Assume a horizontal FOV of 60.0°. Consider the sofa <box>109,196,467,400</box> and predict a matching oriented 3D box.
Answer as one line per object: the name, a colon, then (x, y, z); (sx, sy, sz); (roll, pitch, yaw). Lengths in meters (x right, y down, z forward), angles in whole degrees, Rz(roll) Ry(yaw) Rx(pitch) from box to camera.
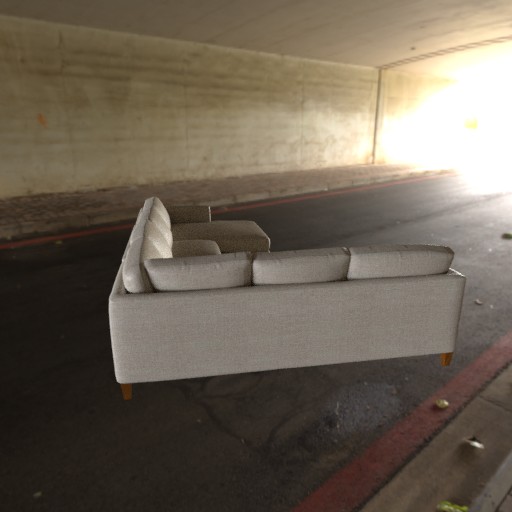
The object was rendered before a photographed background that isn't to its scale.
sofa: (0.000, 0.000, 4.735); (2.594, 0.961, 3.460); (-3, 17, -10)
